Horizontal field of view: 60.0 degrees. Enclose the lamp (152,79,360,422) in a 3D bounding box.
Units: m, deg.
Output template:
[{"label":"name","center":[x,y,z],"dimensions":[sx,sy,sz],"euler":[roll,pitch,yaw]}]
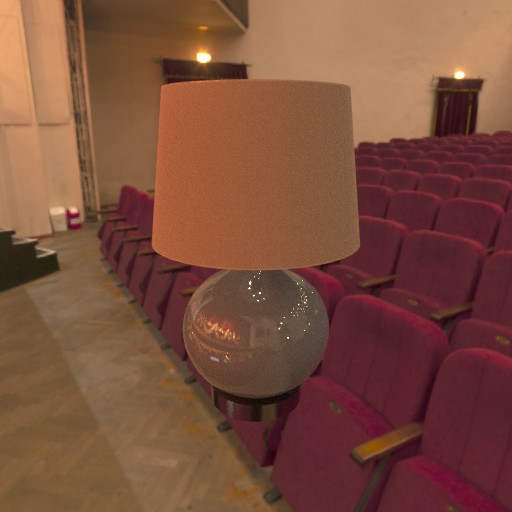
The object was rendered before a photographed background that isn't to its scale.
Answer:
[{"label":"lamp","center":[0.000,0.000,0.544],"dimensions":[0.247,0.387,0.247],"euler":[0,16,0]}]
